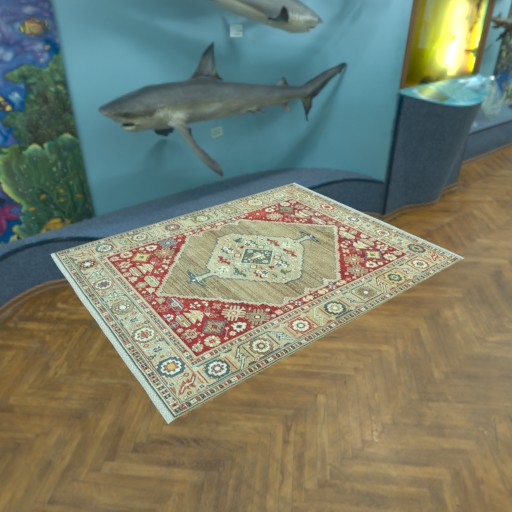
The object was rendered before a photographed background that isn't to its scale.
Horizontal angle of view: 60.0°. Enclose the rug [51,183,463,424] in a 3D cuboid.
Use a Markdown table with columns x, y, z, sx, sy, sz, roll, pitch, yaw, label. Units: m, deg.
| x | y | z | sx | sy | sz | roll | pitch | yaw | label |
| --- | --- | --- | --- | --- | --- | --- | --- | --- | --- |
| 0.000 | 0.000 | 4.239 | 3.143 | 0.008 | 2.451 | -21 | 36 | -31 | rug |
